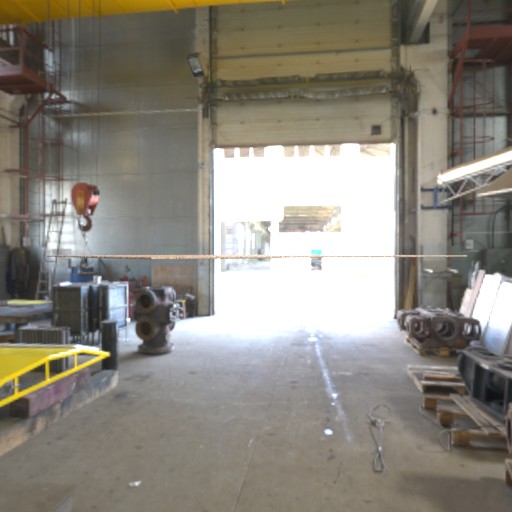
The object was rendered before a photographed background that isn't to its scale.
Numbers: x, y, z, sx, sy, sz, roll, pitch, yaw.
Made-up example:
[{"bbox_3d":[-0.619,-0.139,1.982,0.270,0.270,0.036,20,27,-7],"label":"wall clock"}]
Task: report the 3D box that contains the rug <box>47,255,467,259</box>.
[{"bbox_3d":[0.000,0.000,4.244,3.205,0.013,2.448,0,0,-37],"label":"rug"}]
